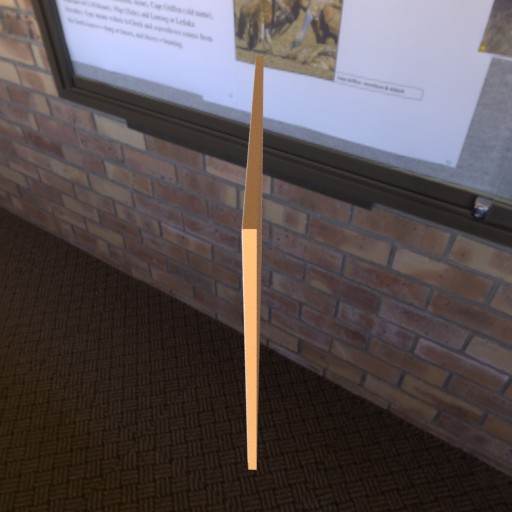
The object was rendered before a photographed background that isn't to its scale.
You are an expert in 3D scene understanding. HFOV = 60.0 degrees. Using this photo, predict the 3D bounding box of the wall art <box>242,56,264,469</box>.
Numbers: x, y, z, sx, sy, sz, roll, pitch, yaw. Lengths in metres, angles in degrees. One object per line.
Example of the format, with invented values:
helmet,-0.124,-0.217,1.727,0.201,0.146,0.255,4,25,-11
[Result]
wall art,0.000,0.000,0.690,0.013,0.455,0.457,1,41,1
